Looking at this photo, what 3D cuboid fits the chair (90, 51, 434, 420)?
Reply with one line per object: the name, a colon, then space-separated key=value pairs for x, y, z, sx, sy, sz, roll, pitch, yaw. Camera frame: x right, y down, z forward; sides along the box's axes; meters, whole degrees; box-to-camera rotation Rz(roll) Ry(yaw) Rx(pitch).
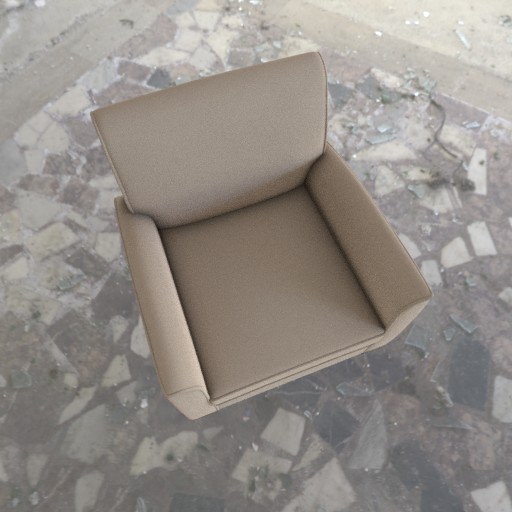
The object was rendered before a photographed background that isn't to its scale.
chair: x=0.000 y=0.000 z=1.552 sx=0.820 sy=0.915 sz=0.820 roll=-19 pitch=65 yaw=-9
